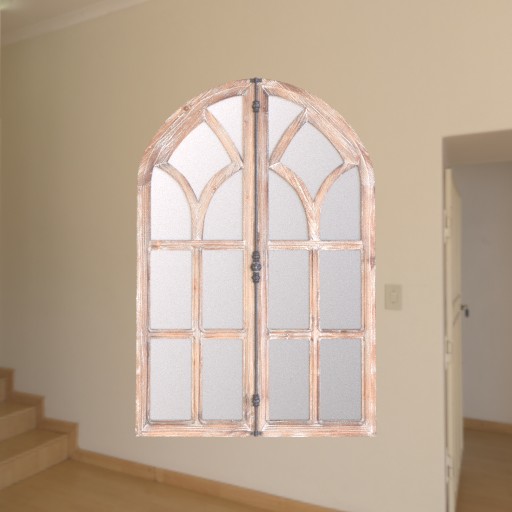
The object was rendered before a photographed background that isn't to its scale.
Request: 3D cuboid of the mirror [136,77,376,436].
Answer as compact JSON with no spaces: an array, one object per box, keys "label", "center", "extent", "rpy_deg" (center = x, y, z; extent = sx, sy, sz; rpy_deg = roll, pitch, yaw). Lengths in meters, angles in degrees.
[{"label":"mirror","center":[0.000,0.000,1.131],"extent":[0.609,0.915,0.032],"rpy_deg":[0,-1,0]}]
